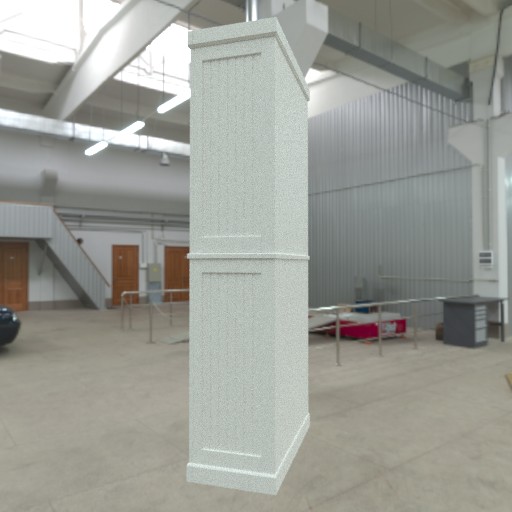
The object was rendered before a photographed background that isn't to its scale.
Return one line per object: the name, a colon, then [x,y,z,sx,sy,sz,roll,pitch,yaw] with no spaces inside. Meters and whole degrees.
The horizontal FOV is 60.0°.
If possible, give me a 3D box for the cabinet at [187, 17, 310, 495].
cabinet: [0.000,0.000,2.108,0.390,1.829,0.754,0,-1,17]
